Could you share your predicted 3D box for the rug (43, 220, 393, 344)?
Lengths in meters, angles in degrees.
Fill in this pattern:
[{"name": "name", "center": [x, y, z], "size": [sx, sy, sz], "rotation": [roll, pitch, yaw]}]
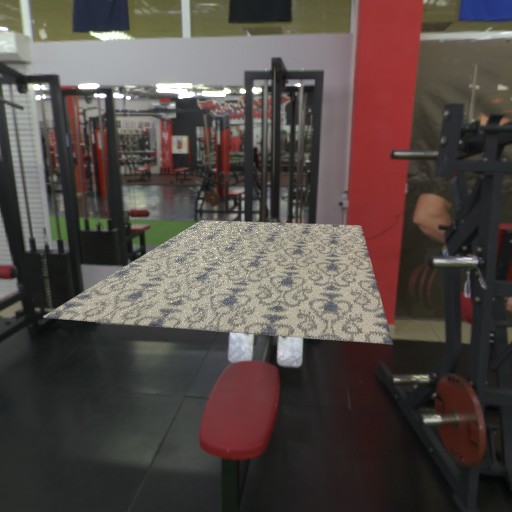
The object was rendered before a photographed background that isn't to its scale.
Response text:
[{"name": "rug", "center": [0.000, 0.000, 2.052], "size": [1.035, 0.006, 1.652], "rotation": [3, 15, 10]}]
